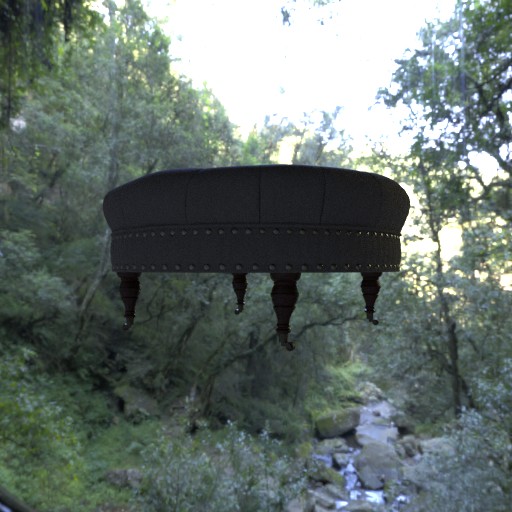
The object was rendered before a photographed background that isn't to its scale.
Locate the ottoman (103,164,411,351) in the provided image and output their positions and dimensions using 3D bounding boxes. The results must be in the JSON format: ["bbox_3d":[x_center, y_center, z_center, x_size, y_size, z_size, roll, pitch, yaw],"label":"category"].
[{"bbox_3d":[0.000,0.000,1.366,0.901,0.439,0.901,0,-2,0],"label":"ottoman"}]
